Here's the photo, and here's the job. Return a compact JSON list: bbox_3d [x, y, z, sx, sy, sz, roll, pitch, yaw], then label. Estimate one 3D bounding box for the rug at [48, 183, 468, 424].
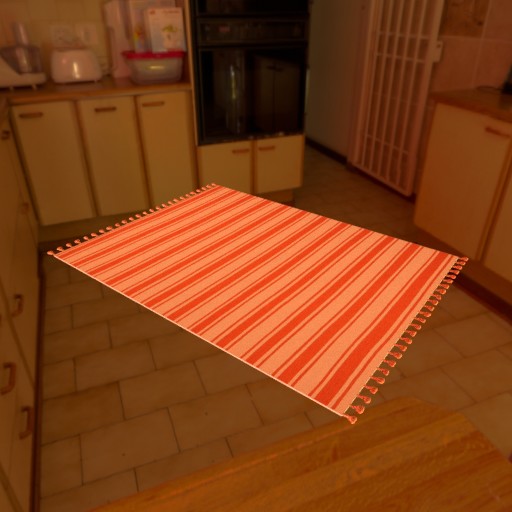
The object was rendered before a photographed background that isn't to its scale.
[{"bbox_3d":[0.000,0.000,4.361,3.369,0.035,2.451,21,36,32],"label":"rug"}]
